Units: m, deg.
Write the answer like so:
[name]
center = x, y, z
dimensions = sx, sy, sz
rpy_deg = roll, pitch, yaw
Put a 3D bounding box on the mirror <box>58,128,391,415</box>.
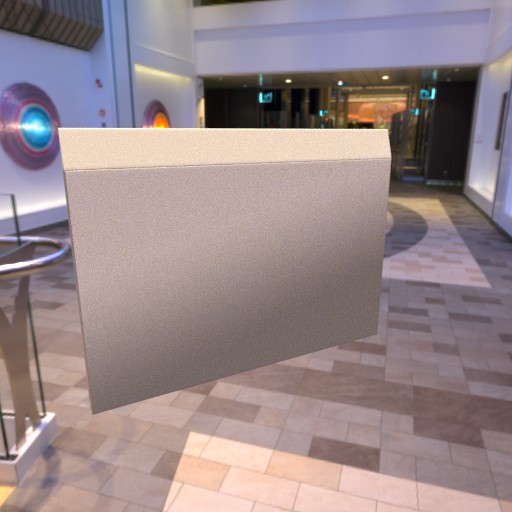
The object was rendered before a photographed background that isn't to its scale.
[mirror]
center = 0.000, 0.000, 1.142
dimensions = 0.870, 0.630, 0.030
rpy_deg = -8, 18, -28
